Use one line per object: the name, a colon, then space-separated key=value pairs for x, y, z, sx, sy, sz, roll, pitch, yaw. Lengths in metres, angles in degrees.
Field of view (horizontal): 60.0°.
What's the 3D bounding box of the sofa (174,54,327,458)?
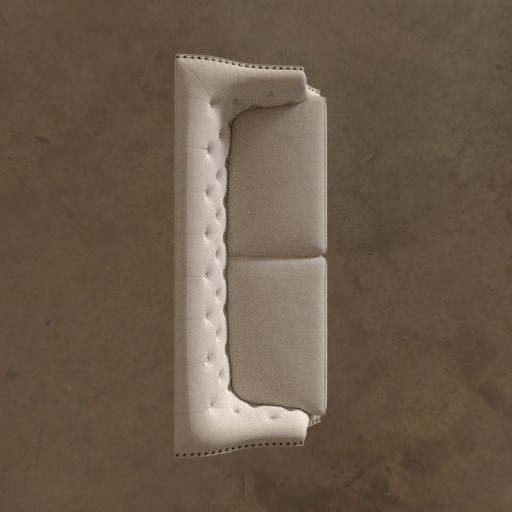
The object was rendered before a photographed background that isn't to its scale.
sofa: x=0.000 y=0.000 z=2.844 sx=0.914 sy=0.901 sz=2.235 roll=0 pitch=90 yaw=-1
